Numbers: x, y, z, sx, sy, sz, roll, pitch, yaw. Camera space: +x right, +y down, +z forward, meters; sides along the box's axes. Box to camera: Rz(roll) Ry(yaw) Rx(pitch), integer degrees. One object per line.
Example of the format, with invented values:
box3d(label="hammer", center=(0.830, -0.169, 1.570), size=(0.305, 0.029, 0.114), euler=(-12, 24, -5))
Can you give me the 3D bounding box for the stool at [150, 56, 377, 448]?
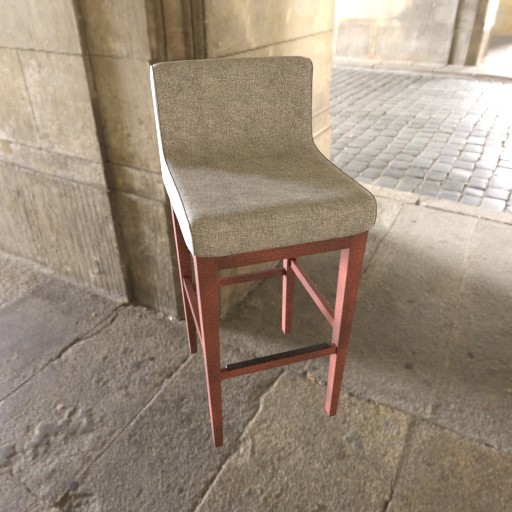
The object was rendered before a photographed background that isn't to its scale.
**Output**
box3d(label="stool", center=(0.000, 0.000, 1.237), size=(0.426, 0.965, 0.499), euler=(-9, 33, -14))
